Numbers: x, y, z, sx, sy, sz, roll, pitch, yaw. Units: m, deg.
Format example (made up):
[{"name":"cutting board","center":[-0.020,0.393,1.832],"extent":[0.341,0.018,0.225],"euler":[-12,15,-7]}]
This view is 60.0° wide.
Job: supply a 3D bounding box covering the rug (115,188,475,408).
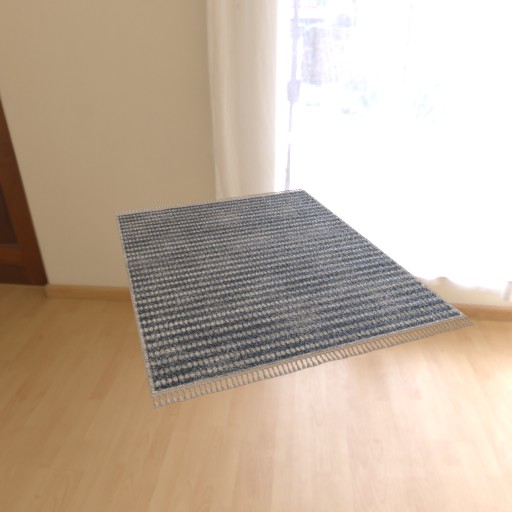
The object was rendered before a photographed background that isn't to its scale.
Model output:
[{"name":"rug","center":[0.000,0.000,3.988],"extent":[2.256,0.013,2.910],"euler":[-10,30,-17]}]
